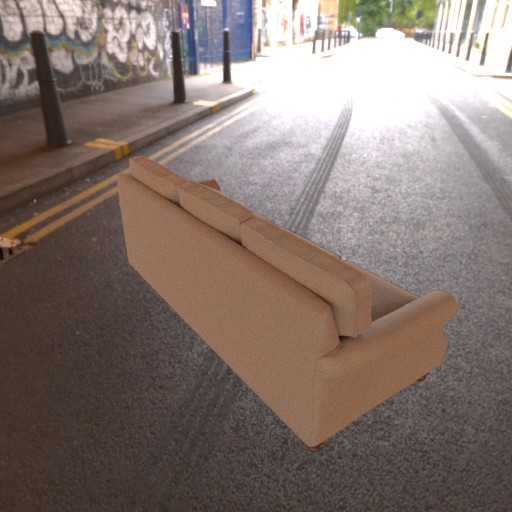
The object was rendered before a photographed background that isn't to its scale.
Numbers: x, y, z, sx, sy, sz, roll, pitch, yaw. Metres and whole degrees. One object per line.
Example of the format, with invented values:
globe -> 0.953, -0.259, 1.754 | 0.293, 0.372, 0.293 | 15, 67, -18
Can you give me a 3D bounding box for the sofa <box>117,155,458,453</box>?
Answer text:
sofa -> 0.000, 0.000, 2.812 | 0.966, 0.948, 2.354 | -18, 32, -31
